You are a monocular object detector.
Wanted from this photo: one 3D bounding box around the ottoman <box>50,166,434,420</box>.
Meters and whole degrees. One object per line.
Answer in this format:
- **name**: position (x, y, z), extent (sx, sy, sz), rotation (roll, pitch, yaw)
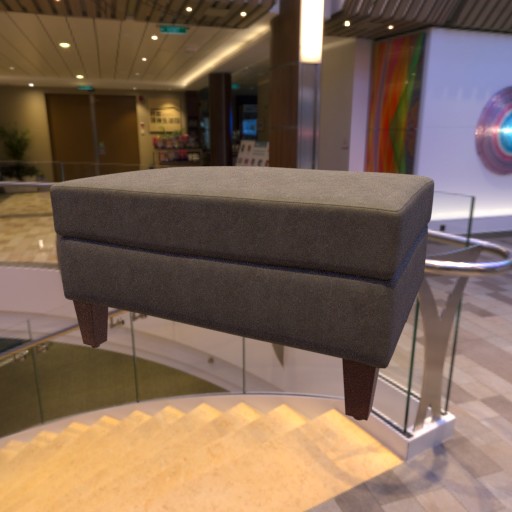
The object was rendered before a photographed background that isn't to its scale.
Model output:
- **ottoman**: position (0.000, 0.000, 1.222), extent (0.839, 0.464, 0.639), rotation (7, 17, 25)
